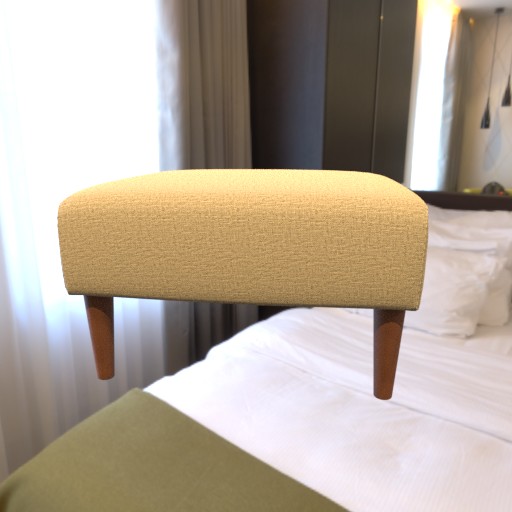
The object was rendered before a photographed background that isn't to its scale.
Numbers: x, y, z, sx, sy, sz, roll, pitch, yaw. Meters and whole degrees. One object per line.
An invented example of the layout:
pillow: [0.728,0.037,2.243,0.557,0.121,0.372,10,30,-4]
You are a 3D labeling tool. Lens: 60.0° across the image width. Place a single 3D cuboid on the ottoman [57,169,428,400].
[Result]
ottoman: [0.000,0.000,1.074,0.650,0.398,0.649,2,14,7]
